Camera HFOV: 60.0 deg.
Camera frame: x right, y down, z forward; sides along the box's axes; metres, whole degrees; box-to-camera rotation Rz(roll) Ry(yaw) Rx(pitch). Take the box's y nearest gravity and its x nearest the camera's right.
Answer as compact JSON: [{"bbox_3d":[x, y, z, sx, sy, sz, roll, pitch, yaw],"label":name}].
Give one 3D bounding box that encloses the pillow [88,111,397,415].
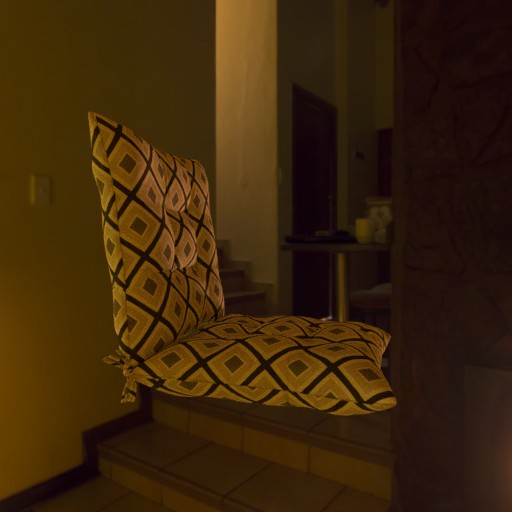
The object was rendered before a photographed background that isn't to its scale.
[{"bbox_3d":[0.000,0.000,0.978,0.585,0.536,0.541,0,1,15],"label":"pillow"}]
